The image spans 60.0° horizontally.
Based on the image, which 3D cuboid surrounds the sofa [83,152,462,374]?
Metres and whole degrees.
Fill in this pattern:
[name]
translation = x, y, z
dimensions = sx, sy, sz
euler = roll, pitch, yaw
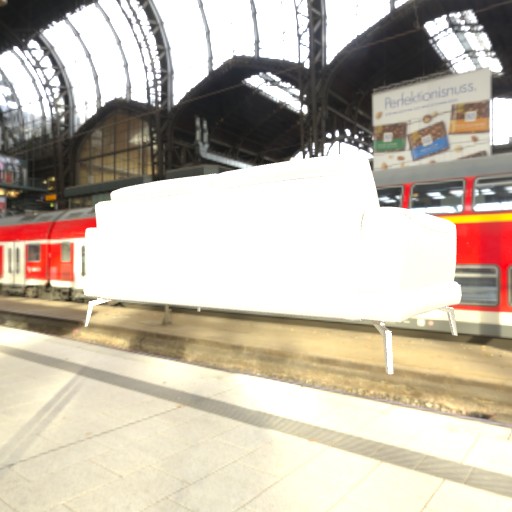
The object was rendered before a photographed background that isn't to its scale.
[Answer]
[sofa]
translation = 0.000, 0.000, 2.758
dimensions = 2.177, 0.930, 1.121
euler = 0, 0, 36
